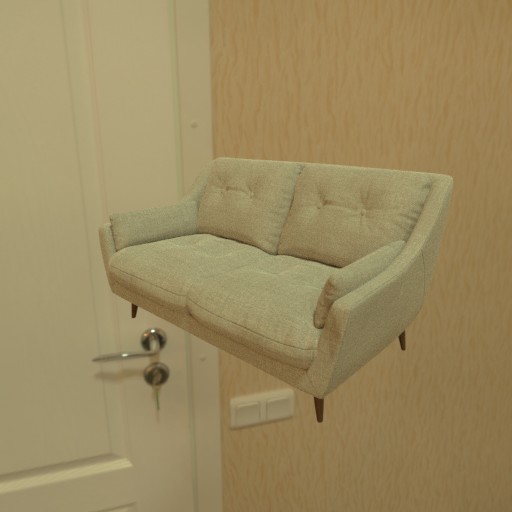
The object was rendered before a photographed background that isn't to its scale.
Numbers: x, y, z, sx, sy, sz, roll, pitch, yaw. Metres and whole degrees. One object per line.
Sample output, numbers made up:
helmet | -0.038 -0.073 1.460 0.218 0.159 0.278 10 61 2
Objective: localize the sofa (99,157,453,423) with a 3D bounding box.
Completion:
sofa | 0.000 0.000 2.245 1.652 0.888 0.965 16 23 42
